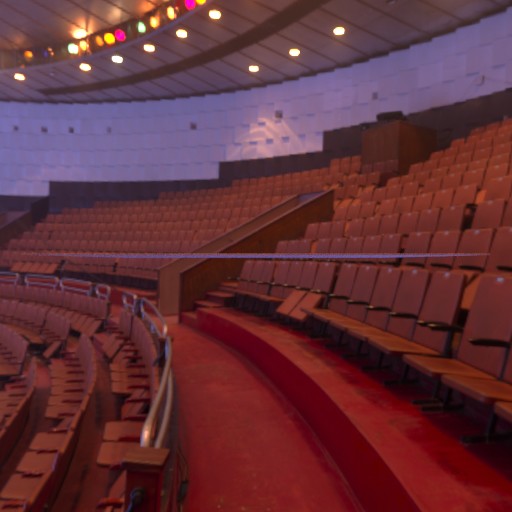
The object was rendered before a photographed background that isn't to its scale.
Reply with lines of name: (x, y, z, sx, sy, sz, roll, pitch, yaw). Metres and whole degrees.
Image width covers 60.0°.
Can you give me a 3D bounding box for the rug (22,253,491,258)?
rug: (0.000, 0.000, 4.099, 3.048, 0.014, 2.438, 0, -1, 0)
